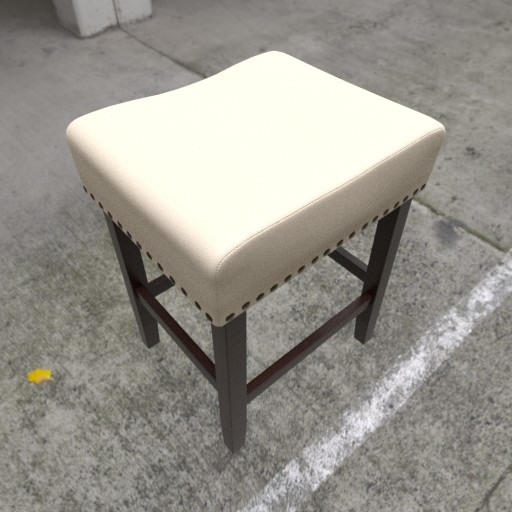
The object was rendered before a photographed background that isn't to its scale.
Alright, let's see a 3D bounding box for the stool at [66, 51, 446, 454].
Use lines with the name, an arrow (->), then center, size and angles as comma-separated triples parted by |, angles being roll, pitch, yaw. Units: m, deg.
stool -> 0.000, 0.000, 0.904 | 0.471, 0.609, 0.401 | -32, 54, -27
